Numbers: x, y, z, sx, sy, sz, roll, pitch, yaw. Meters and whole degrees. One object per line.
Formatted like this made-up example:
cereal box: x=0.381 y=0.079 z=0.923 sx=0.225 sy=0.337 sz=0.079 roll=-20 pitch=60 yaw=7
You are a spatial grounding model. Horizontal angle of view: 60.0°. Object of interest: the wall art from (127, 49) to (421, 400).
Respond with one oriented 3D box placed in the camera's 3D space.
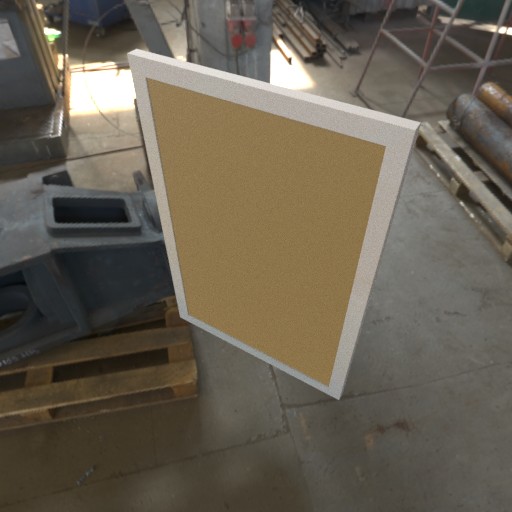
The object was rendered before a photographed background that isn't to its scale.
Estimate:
wall art: x=0.000 y=0.000 z=1.439 sx=0.764 sy=1.143 sz=0.038 roll=23 pitch=50 yaw=21
